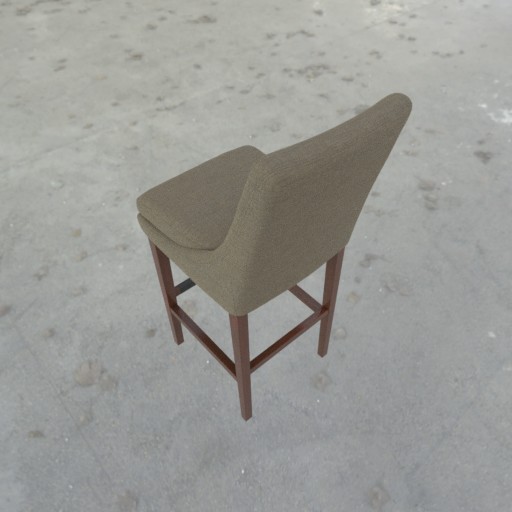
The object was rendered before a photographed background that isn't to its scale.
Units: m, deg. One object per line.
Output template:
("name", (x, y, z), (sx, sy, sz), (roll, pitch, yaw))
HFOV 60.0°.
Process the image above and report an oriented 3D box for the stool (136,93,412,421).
("stool", (0.000, 0.000, 1.343), (0.470, 1.078, 0.577), (-32, 53, -28))
